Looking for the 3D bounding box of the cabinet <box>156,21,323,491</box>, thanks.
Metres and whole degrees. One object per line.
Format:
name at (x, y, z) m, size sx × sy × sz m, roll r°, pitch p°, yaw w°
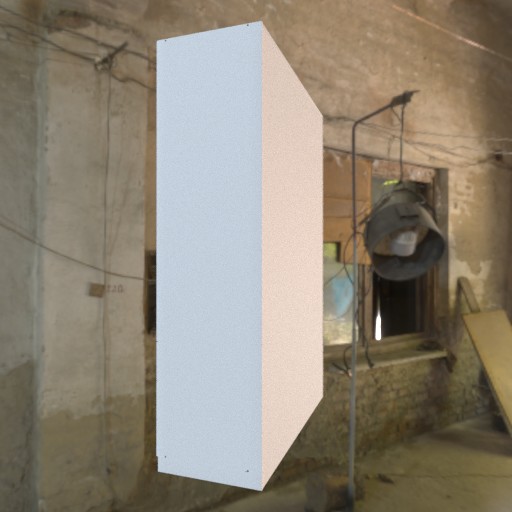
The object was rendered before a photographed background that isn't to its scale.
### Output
cabinet at (0.000, 0.000, 2.494) m, size 0.510 × 1.910 × 1.290 m, roll 0°, pitch 0°, yaw 20°
